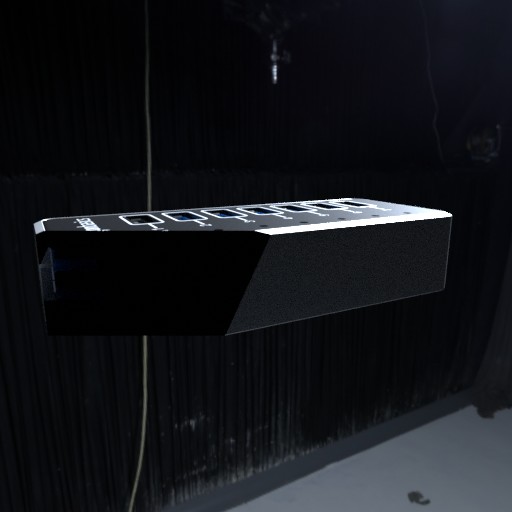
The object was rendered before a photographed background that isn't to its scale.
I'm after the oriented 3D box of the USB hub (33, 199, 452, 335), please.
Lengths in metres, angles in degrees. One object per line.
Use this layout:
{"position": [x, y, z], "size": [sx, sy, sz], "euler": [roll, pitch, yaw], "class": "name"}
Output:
{"position": [0.000, 0.000, 0.125], "size": [0.110, 0.023, 0.044], "euler": [-7, 15, -27], "class": "USB hub"}
